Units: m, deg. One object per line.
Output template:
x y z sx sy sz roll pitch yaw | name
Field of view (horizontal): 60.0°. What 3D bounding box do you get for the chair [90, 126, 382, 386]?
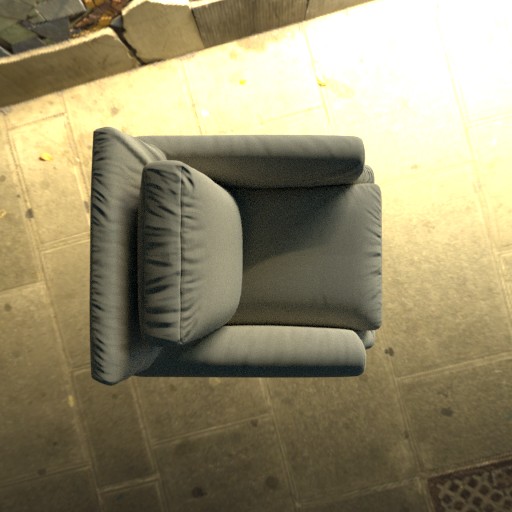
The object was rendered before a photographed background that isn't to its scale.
0.000 0.000 1.786 1.066 0.866 0.940 0 89 2 | chair
